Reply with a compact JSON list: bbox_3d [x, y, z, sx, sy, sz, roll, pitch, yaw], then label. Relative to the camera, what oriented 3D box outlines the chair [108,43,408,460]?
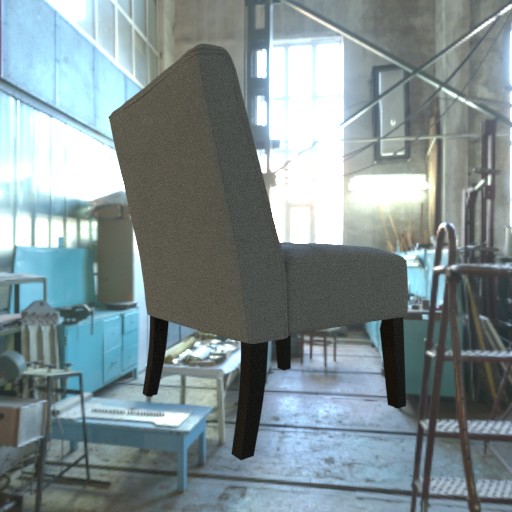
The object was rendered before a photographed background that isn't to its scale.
[{"bbox_3d":[0.000,0.000,1.267,0.676,0.853,0.569,0,0,-36],"label":"chair"}]
